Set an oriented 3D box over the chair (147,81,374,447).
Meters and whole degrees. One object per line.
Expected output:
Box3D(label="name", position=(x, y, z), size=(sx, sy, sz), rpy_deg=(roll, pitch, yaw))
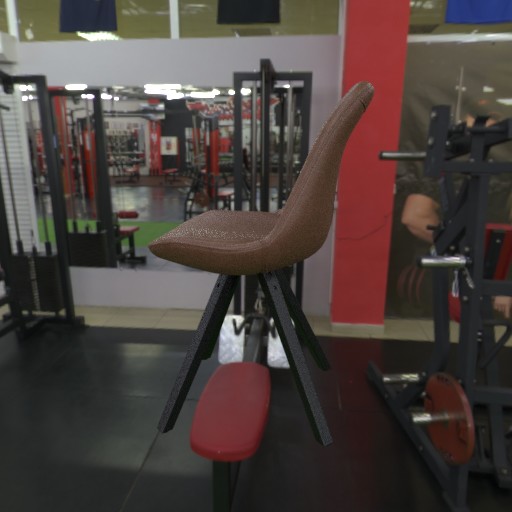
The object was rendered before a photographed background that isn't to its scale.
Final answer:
Box3D(label="chair", position=(0.000, 0.000, 1.199), size=(0.550, 0.850, 0.475), rpy_deg=(2, 15, 8))
